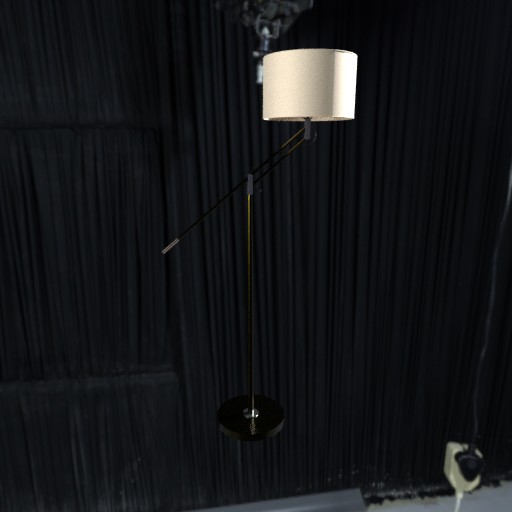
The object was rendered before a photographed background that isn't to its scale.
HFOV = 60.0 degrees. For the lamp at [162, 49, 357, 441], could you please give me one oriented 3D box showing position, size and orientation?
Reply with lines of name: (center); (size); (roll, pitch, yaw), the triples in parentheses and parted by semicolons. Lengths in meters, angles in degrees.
lamp: (0.000, 0.000, 1.950); (0.809, 1.635, 0.373); (-2, 15, -8)
